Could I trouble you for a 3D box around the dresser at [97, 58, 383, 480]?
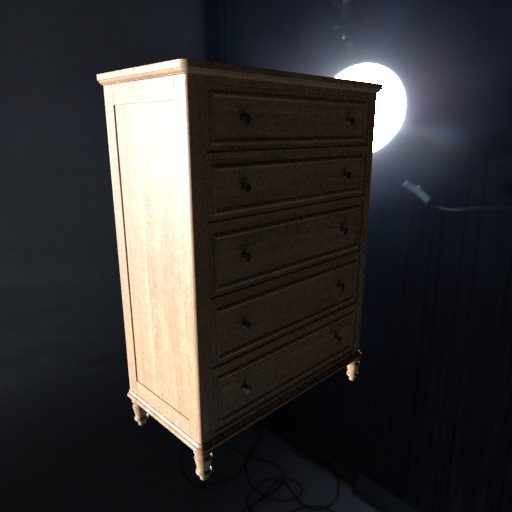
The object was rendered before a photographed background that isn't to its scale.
[{"bbox_3d":[0.000,0.000,1.777,0.973,1.318,0.484,-15,22,-42],"label":"dresser"}]
